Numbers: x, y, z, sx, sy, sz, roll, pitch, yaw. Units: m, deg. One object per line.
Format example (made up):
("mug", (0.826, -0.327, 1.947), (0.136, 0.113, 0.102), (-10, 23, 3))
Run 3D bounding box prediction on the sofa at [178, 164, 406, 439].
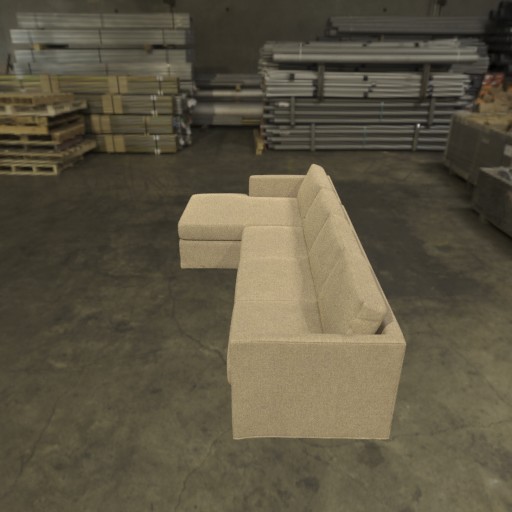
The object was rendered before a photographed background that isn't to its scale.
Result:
("sofa", (0.000, 0.000, 3.848), (1.638, 0.920, 3.198), (1, 26, 1))
